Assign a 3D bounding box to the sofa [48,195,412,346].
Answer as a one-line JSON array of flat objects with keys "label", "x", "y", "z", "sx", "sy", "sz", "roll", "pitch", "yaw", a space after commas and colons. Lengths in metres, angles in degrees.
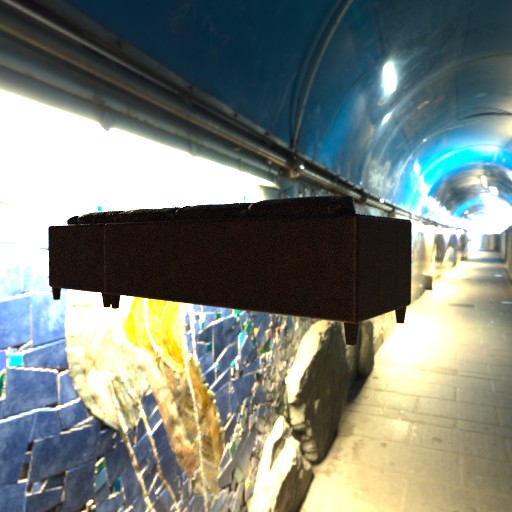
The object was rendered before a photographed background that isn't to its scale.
[{"label": "sofa", "x": 0.000, "y": 0.000, "z": 4.228, "sx": 3.152, "sy": 0.836, "sz": 2.438, "roll": 1, "pitch": 2, "yaw": 37}]
